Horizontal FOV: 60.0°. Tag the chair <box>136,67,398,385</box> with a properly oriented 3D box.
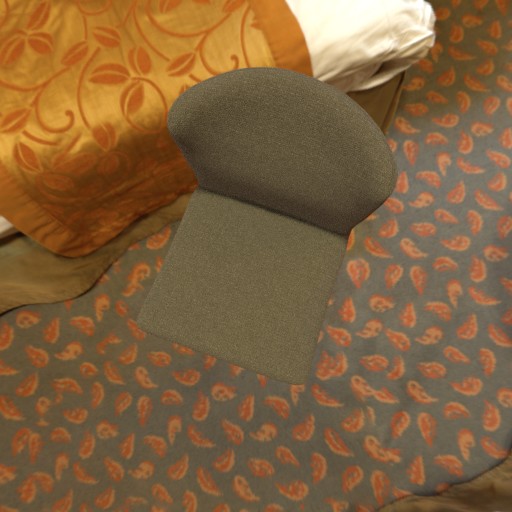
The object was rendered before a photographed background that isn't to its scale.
[{"bbox_3d":[0.000,0.000,1.224,0.491,0.839,0.589,19,77,5],"label":"chair"}]
